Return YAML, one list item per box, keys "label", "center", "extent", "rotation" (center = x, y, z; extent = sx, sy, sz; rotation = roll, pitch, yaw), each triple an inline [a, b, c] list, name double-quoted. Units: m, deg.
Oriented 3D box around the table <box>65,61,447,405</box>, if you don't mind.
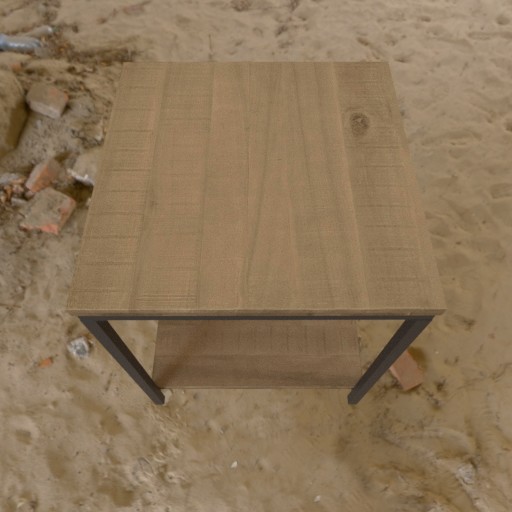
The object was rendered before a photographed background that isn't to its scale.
- label: "table"
  center: [0.000, 0.000, 0.965]
  extent: [0.503, 0.589, 0.507]
  rotation: [0, 60, 0]
